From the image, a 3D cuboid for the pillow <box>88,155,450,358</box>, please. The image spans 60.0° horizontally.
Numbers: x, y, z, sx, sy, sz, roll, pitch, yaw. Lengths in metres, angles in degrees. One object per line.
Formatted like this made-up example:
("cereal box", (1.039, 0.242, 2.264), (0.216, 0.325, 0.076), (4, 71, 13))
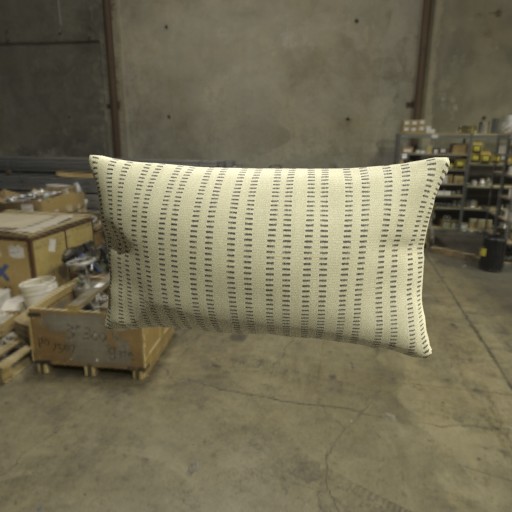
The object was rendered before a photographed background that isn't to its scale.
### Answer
("pillow", (0.000, 0.000, 0.801), (0.640, 0.353, 0.210), (3, 15, 10))
